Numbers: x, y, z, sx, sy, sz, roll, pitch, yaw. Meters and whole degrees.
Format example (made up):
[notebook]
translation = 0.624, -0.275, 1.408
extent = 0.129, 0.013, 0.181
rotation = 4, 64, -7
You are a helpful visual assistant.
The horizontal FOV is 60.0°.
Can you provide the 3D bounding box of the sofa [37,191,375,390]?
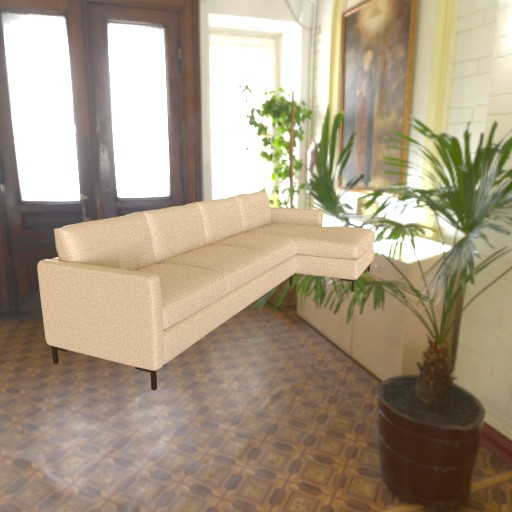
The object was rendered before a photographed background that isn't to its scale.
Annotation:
[sofa]
translation = 0.000, 0.000, 3.240
extent = 1.258, 0.755, 2.731
rotation = 6, 14, 24
